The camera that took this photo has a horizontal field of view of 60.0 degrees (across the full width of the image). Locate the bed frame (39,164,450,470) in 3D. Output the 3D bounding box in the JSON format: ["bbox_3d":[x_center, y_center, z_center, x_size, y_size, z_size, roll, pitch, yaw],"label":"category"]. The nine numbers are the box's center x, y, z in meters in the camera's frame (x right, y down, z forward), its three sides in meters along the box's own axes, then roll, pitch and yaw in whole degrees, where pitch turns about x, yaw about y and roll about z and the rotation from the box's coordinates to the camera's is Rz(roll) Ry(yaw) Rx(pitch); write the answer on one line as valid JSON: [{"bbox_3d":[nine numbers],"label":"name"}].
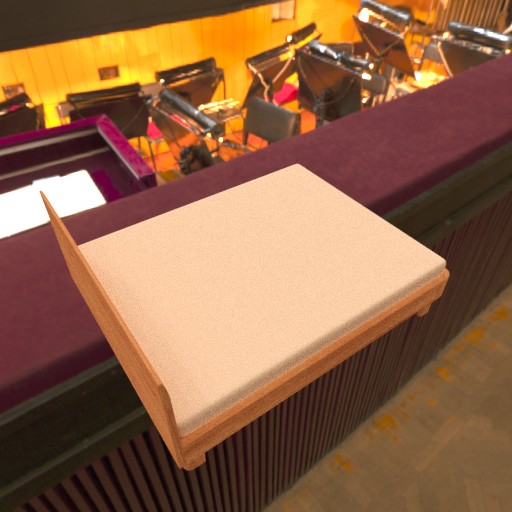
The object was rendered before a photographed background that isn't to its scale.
[{"bbox_3d":[0.000,0.000,2.973,2.092,0.940,1.660,-25,47,-26],"label":"bed frame"}]
